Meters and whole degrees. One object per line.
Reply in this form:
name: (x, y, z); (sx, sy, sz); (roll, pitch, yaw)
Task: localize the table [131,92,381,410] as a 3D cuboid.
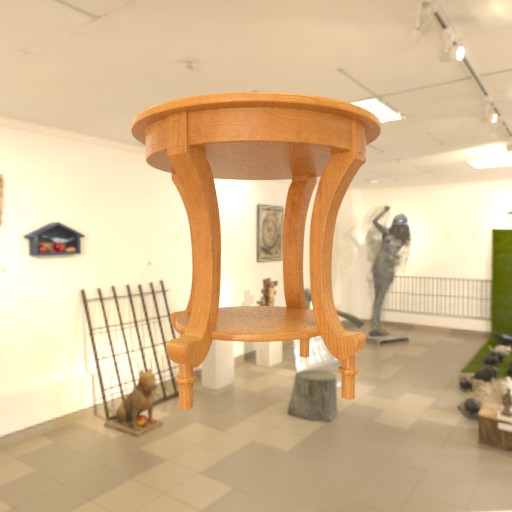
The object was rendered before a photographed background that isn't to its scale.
table: (0.000, 0.000, 1.107); (0.597, 0.612, 0.597); (0, 2, 0)
